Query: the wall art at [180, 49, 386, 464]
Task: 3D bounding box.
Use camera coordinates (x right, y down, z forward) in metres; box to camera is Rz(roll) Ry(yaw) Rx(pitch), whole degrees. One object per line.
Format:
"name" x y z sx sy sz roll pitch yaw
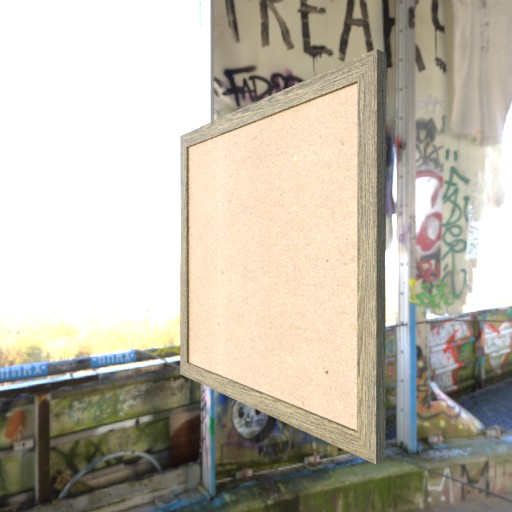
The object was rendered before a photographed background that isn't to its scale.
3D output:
"wall art" 0.000 0.000 0.749 0.019 0.508 0.508 0 1 -38
